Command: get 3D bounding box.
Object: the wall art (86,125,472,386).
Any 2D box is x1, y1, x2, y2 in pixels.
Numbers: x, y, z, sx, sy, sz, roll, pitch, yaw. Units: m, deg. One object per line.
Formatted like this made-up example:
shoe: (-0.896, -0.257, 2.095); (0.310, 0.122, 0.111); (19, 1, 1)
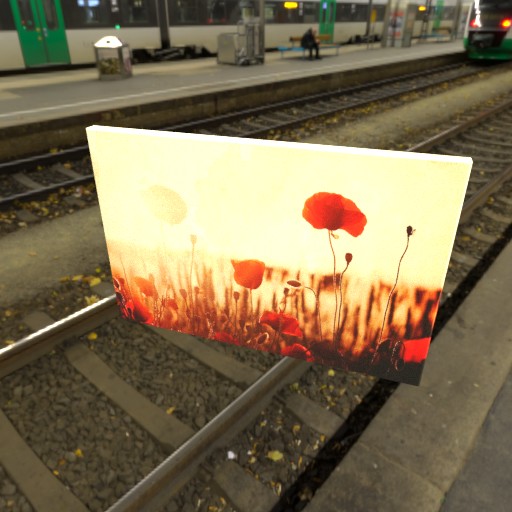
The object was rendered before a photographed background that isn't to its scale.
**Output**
wall art: (0.000, 0.000, 1.165); (0.918, 0.602, 0.038); (9, 30, 17)
